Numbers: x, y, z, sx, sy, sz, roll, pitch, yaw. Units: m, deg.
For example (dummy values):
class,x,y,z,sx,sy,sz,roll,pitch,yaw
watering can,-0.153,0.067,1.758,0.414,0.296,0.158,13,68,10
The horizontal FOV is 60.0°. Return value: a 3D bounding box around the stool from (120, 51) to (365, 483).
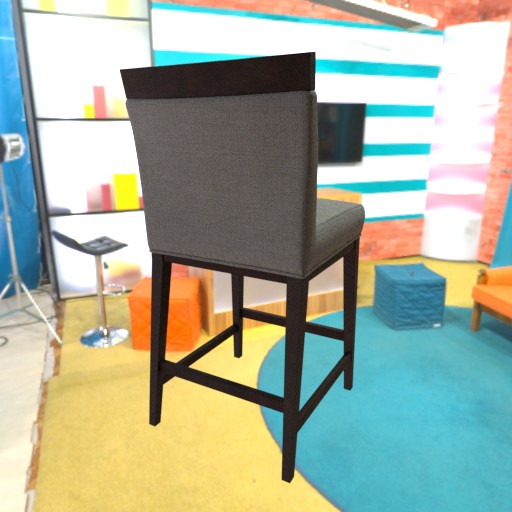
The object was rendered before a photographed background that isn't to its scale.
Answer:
class,x,y,z,sx,sy,sz,roll,pitch,yaw
stool,0.000,0.000,1.302,0.512,1.009,0.531,9,18,29
